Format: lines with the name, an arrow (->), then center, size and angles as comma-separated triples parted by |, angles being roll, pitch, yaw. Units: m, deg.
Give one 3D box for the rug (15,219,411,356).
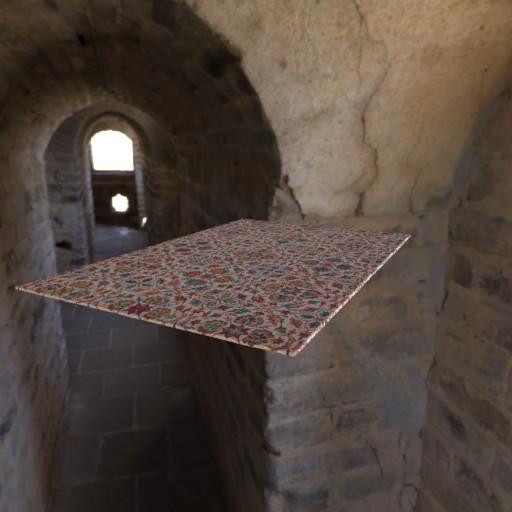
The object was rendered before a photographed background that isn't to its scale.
rug -> 0.000, 0.000, 2.868 | 1.541, 0.018, 2.297 | 8, 16, 27
